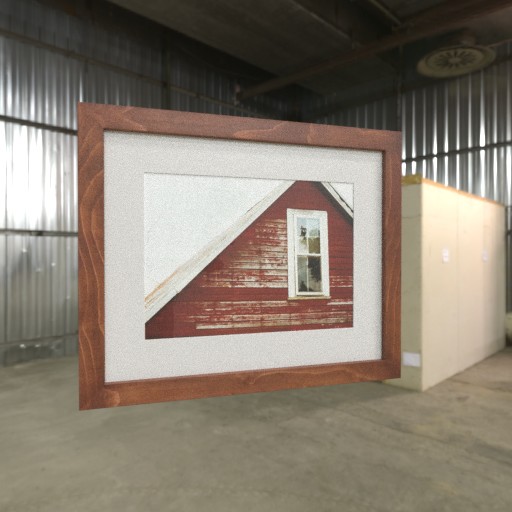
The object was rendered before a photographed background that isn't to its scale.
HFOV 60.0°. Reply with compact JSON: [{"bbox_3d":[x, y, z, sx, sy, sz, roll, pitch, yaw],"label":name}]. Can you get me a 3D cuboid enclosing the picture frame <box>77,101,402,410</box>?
[{"bbox_3d":[0.000,0.000,0.752,0.559,0.457,0.025,0,1,-18],"label":"picture frame"}]
